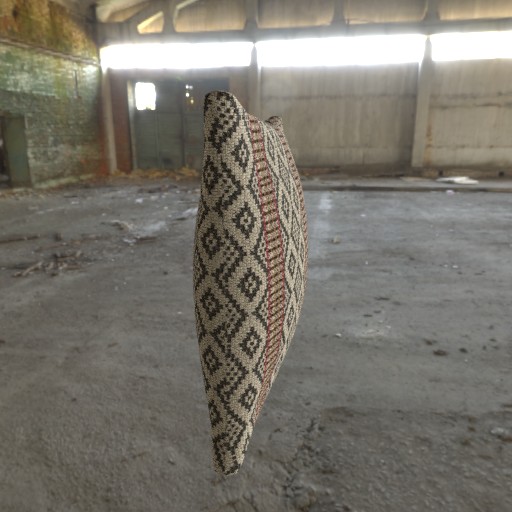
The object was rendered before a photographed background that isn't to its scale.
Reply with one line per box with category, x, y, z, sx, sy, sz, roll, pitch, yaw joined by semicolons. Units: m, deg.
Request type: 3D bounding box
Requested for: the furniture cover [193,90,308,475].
furniture cover;0.000;0.000;0.789;0.182;0.506;0.503;3;15;10
